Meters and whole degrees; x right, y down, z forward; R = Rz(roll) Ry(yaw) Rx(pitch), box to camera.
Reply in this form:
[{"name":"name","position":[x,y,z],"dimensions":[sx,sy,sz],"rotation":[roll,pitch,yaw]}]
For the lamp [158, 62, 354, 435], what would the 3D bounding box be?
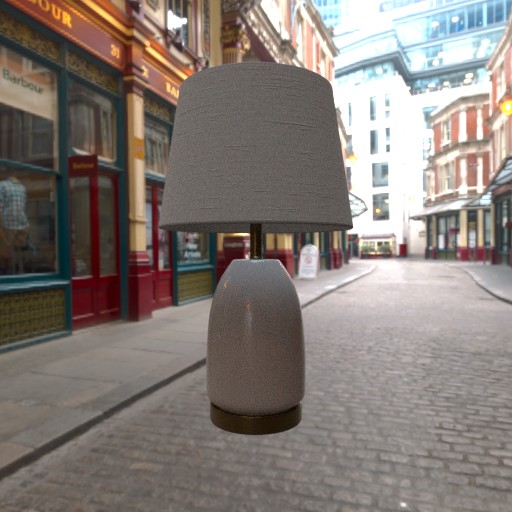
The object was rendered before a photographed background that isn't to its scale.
[{"name":"lamp","position":[0.000,0.000,0.664],"dimensions":[0.285,0.483,0.285],"rotation":[0,0,0]}]
